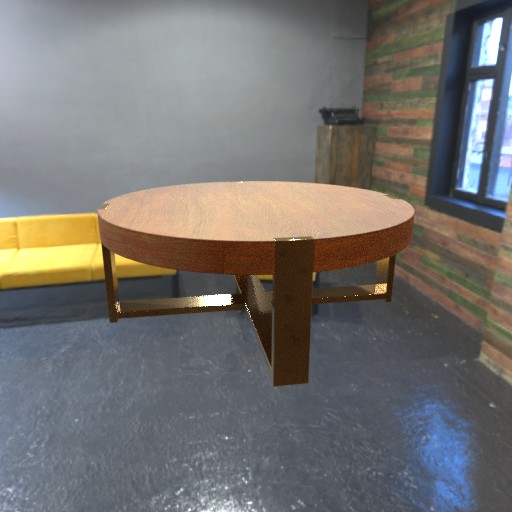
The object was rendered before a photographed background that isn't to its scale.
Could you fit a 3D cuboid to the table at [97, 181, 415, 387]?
[{"bbox_3d":[0.000,0.000,1.691,1.100,0.420,1.100,0,17,0],"label":"table"}]
